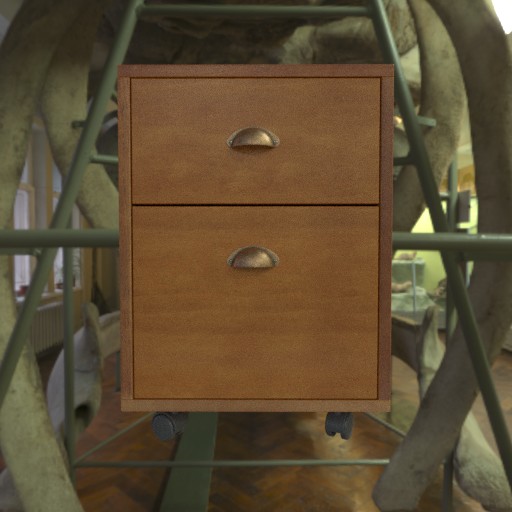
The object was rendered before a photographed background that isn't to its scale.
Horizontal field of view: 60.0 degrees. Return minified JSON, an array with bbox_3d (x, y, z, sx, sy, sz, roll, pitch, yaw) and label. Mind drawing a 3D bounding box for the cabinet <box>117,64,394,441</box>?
[{"bbox_3d":[0.000,0.000,0.842,0.409,0.579,0.401,0,2,0],"label":"cabinet"}]
